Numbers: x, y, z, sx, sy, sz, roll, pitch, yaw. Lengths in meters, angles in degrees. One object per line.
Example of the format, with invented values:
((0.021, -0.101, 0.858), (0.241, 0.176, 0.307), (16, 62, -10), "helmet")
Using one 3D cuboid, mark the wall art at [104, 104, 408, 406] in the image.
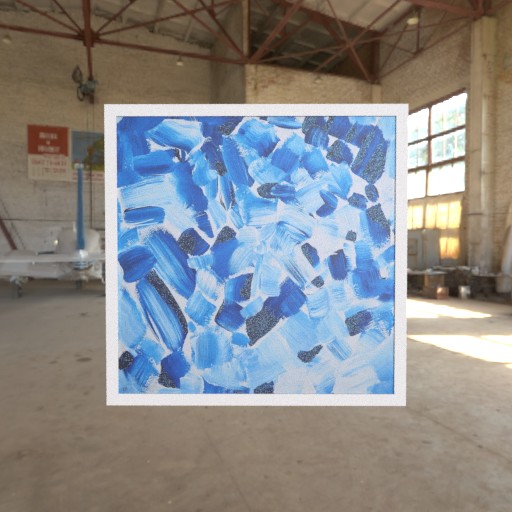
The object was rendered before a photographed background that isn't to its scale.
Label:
((0.000, 0.000, 0.977), (0.660, 0.660, 0.015), (0, 1, 0), "wall art")
